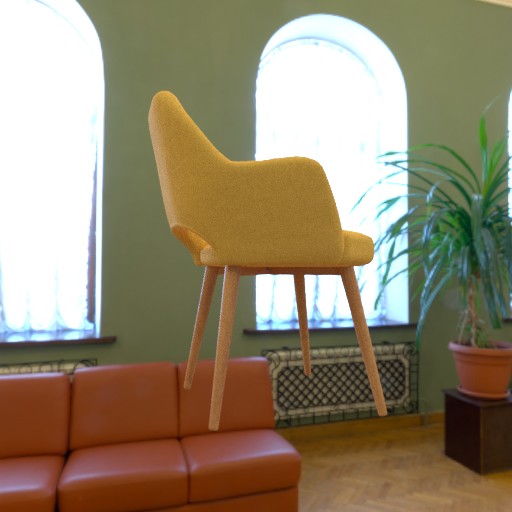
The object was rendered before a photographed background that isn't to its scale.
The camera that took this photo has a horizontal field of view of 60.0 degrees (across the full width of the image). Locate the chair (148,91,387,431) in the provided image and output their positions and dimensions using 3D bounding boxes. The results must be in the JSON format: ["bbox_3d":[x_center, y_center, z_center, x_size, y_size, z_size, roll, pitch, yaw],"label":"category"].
[{"bbox_3d":[0.000,0.000,1.294,0.610,0.840,0.590,0,-2,-18],"label":"chair"}]
